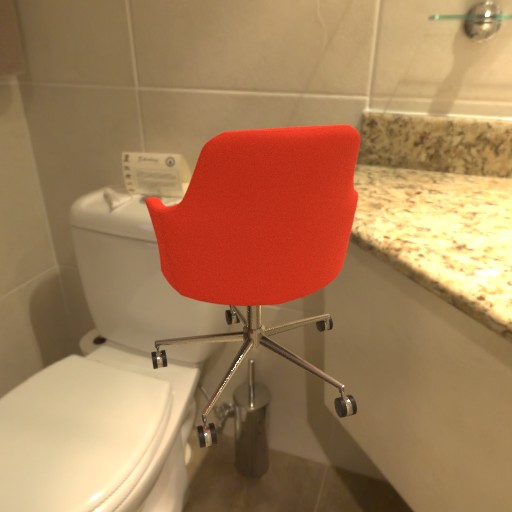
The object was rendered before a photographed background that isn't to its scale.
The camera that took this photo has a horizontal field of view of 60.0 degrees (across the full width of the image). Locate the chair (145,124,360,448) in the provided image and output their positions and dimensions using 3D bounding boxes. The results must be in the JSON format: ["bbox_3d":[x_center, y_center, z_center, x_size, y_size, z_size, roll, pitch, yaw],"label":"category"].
[{"bbox_3d":[0.000,0.000,1.295,0.655,0.820,0.600,-8,27,-15],"label":"chair"}]
